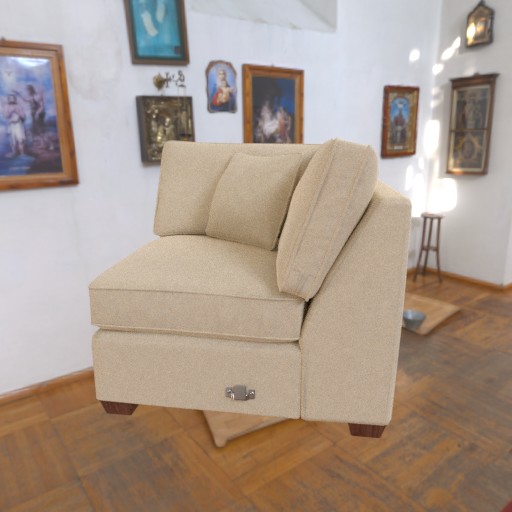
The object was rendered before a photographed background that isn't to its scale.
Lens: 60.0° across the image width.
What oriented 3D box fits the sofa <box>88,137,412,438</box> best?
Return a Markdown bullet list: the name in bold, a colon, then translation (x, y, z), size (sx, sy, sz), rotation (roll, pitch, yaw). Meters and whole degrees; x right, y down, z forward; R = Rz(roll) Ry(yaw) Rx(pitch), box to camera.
- **sofa**: translation (0.000, 0.000, 1.951), size (1.084, 1.002, 1.146), rotation (2, 14, 8)
